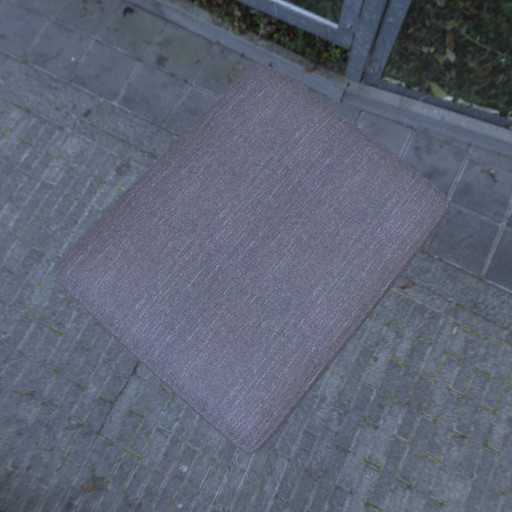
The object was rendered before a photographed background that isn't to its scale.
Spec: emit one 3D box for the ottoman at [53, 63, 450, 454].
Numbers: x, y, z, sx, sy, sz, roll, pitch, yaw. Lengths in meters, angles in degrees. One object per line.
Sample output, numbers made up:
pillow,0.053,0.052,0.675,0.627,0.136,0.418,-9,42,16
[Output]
ottoman,0.000,0.000,1.278,0.671,0.490,0.820,39,79,10
